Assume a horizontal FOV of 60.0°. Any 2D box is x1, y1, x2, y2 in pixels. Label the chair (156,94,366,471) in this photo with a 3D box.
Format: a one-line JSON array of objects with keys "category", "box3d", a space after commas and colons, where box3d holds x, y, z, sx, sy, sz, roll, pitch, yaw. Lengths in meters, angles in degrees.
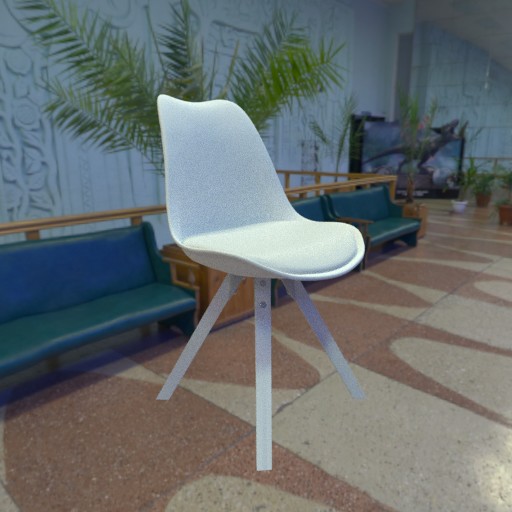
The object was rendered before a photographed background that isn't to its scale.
[{"category": "chair", "box3d": [0.000, 0.000, 1.208, 0.550, 0.850, 0.485, 14, 20, 43]}]
